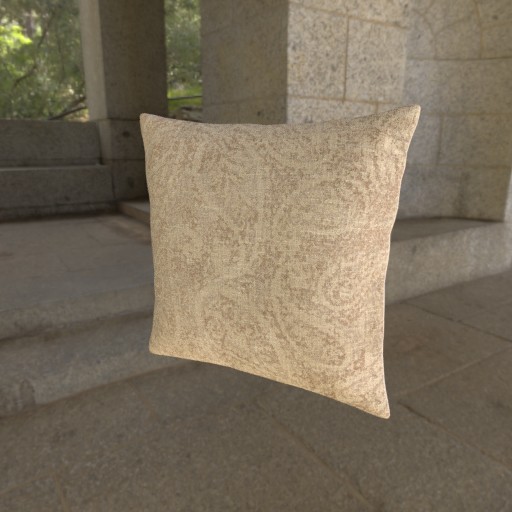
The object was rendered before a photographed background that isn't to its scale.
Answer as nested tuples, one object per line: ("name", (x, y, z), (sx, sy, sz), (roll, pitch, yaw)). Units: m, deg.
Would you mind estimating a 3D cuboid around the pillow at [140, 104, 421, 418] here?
("pillow", (0.000, 0.000, 0.810), (0.523, 0.510, 0.166), (7, 17, 26))
